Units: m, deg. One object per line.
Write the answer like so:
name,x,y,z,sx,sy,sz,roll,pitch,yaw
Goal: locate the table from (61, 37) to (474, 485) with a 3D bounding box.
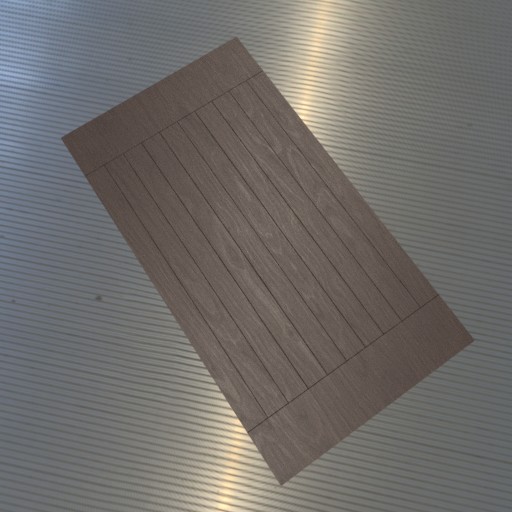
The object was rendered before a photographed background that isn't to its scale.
table,0.000,0.000,1.399,0.600,0.494,1.062,-33,78,-8
